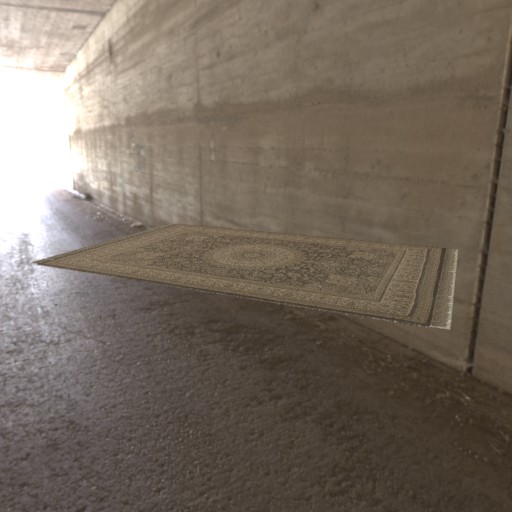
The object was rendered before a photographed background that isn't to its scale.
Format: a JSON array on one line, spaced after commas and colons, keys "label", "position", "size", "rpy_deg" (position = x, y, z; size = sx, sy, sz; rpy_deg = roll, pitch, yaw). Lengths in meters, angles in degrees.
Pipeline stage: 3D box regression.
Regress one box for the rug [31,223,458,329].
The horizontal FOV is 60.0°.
[{"label": "rug", "position": [0.000, 0.000, 2.958], "size": [2.440, 0.010, 1.528], "rpy_deg": [7, 16, 24]}]
